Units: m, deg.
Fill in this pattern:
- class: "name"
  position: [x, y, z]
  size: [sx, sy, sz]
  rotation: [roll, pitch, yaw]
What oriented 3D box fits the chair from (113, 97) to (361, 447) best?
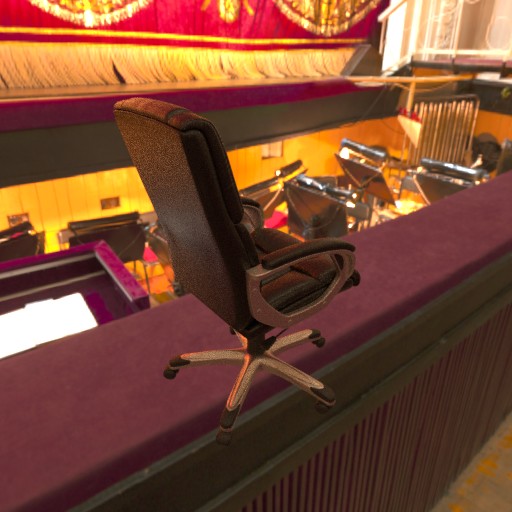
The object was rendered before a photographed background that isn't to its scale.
- class: "chair"
  position: [0.000, 0.000, 1.648]
  size: [0.780, 1.145, 0.700]
  rotation: [-18, 31, -32]
